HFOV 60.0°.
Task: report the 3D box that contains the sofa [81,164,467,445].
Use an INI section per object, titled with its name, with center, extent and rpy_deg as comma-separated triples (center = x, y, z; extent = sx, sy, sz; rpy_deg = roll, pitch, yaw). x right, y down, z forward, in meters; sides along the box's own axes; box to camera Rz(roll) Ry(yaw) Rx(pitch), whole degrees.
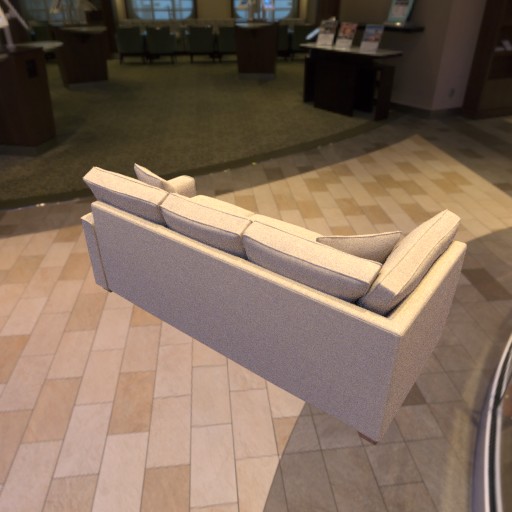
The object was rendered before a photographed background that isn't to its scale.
[sofa]
center = 0.000, 0.000, 2.926
extent = 2.317, 0.962, 1.061
rpy_deg = 22, 37, 32
